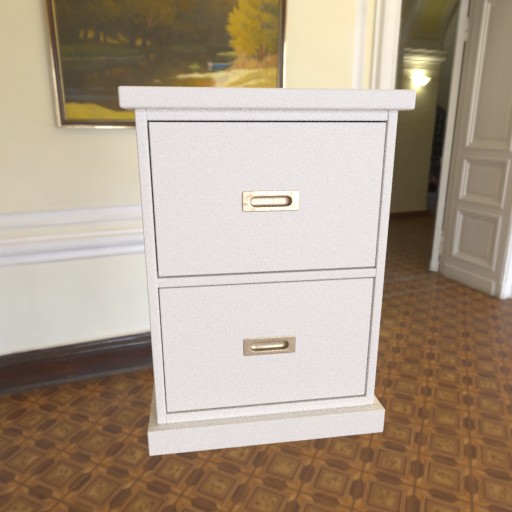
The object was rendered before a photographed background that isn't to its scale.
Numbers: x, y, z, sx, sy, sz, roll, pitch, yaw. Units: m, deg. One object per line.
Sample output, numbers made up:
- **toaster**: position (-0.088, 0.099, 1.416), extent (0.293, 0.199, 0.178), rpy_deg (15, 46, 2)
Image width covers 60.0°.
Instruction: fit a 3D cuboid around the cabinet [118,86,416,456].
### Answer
- **cabinet**: position (0.000, 0.000, 1.063), extent (0.520, 0.723, 0.431), rpy_deg (-2, 16, -8)
